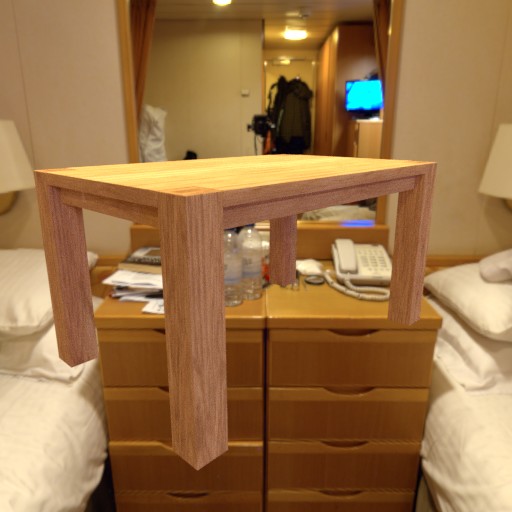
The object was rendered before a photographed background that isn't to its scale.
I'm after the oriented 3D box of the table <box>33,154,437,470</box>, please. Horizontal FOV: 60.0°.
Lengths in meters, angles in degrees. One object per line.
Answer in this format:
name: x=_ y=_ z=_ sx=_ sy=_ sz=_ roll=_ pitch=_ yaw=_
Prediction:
table: x=0.000 y=0.000 z=1.897 sx=0.900 sy=0.760 sz=1.400 roll=15 pitch=22 yaw=42
